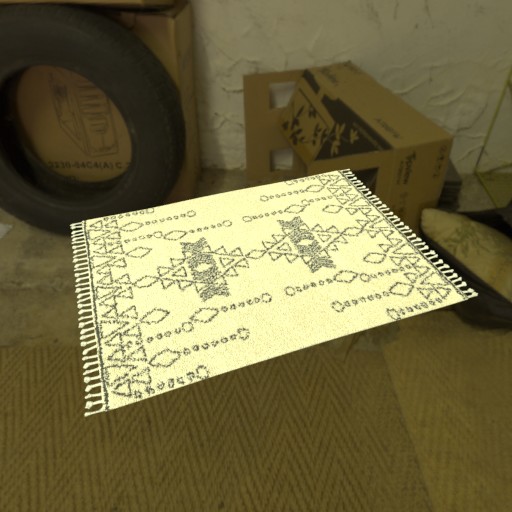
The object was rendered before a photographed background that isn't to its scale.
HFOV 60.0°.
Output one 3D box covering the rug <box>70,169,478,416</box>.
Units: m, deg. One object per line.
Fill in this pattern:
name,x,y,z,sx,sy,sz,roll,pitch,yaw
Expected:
rug,0.000,0.000,3.874,3.027,0.028,2.125,-14,43,-15
